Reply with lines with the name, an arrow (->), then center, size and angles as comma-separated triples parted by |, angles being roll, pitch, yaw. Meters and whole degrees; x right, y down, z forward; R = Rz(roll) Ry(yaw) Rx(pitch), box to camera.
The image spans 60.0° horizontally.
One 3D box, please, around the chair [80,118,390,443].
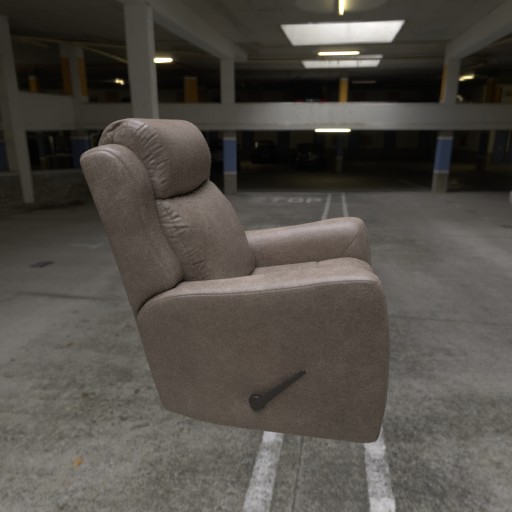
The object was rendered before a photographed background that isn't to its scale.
chair -> 0.000, 0.000, 1.887 | 1.068, 1.116, 0.967 | 3, 17, 10
